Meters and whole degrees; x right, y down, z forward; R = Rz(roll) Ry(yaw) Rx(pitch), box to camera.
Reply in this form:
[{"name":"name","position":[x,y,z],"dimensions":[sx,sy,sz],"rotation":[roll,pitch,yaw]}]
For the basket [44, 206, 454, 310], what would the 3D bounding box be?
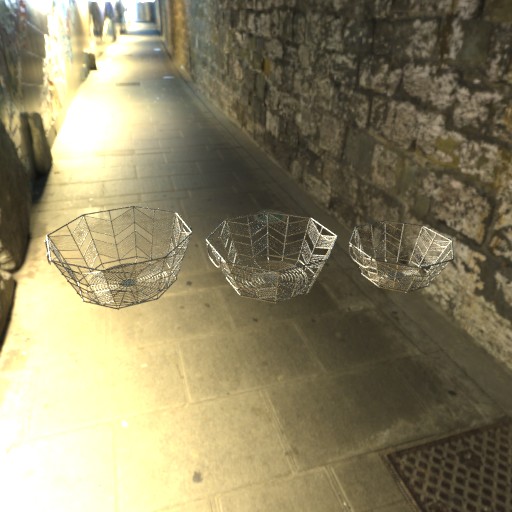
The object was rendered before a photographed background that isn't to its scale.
[{"name":"basket","position":[0.000,0.000,1.388],"dimensions":[1.246,0.178,0.432],"rotation":[-1,29,-3]}]
